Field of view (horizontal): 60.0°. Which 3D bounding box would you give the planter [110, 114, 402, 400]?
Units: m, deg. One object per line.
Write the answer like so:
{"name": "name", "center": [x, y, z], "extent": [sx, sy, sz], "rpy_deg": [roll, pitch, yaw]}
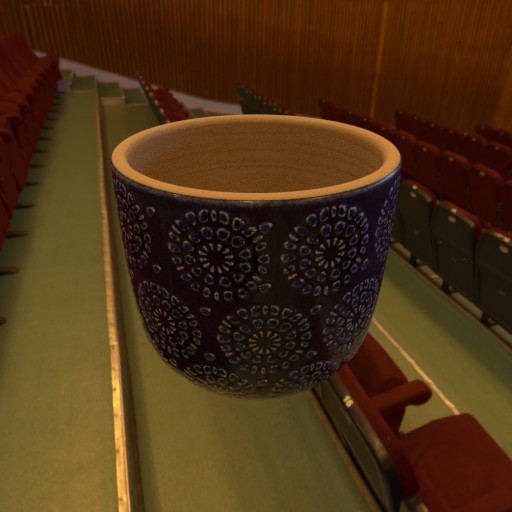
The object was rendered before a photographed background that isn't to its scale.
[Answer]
{"name": "planter", "center": [0.000, 0.000, 0.294], "extent": [0.165, 0.149, 0.165], "rpy_deg": [0, 30, 0]}
